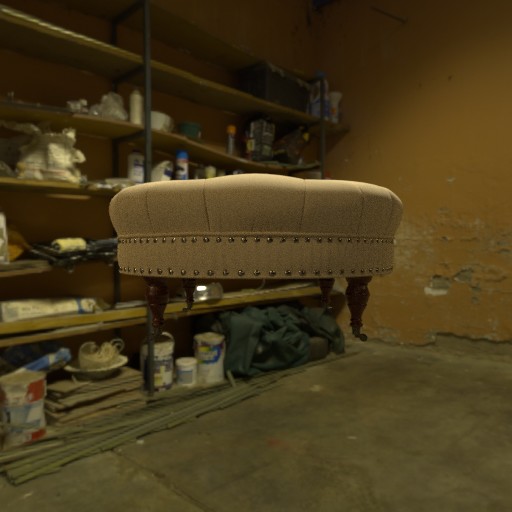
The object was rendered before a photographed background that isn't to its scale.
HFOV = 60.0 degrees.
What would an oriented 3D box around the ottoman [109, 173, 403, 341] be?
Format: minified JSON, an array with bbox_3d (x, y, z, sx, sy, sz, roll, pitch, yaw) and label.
[{"bbox_3d":[0.000,0.000,1.431,0.901,0.439,0.901,0,1,0],"label":"ottoman"}]
